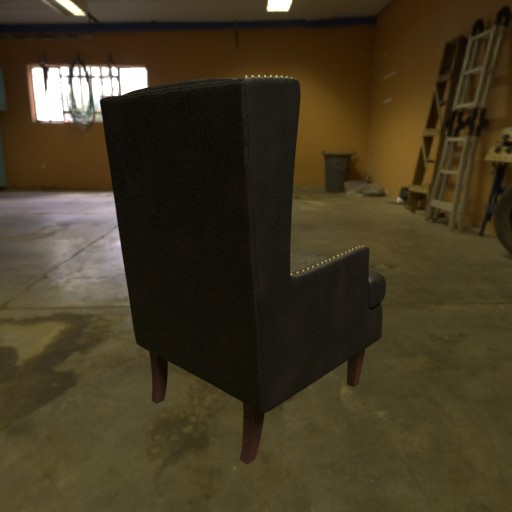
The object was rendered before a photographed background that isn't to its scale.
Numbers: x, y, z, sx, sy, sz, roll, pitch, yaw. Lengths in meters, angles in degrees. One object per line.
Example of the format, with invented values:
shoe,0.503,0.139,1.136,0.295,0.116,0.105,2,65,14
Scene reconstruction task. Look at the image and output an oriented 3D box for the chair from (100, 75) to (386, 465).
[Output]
chair,0.000,0.000,1.645,0.703,1.142,0.799,13,19,42
